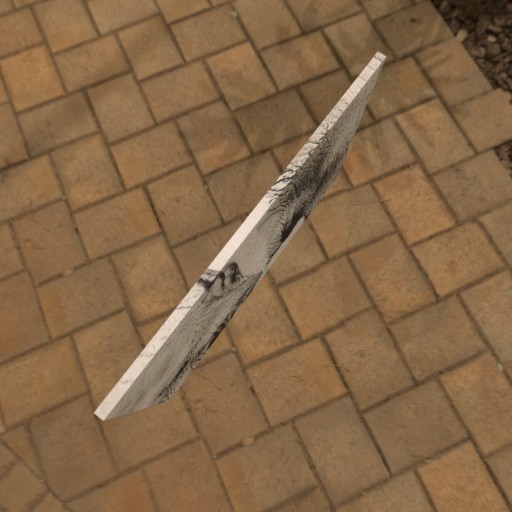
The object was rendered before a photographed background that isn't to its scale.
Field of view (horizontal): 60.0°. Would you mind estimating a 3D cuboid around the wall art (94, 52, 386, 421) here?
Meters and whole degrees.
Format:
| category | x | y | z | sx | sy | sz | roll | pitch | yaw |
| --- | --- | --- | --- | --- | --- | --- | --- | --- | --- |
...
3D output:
| category | x | y | z | sx | sy | sz | roll | pitch | yaw |
| --- | --- | --- | --- | --- | --- | --- | --- | --- | --- |
| wall art | 0.000 | 0.000 | 1.150 | 0.023 | 0.607 | 0.914 | 35 | 78 | 9 |
